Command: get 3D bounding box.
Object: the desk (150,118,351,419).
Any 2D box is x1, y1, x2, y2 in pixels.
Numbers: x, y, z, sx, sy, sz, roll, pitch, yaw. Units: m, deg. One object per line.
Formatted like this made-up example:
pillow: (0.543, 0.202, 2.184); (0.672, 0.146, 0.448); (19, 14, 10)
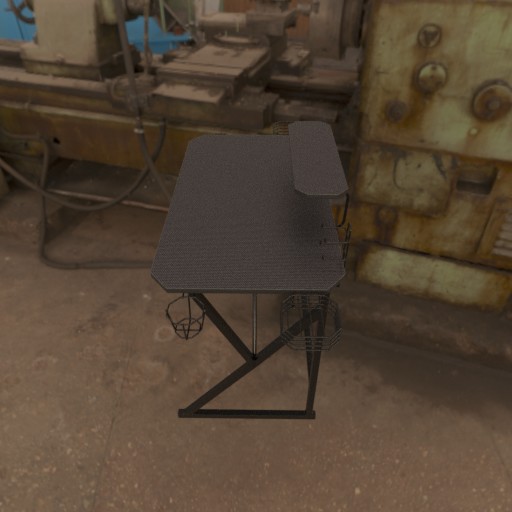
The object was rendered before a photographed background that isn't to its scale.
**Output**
desk: (0.000, 0.000, 1.739); (0.580, 0.880, 1.290); (0, 39, 1)
